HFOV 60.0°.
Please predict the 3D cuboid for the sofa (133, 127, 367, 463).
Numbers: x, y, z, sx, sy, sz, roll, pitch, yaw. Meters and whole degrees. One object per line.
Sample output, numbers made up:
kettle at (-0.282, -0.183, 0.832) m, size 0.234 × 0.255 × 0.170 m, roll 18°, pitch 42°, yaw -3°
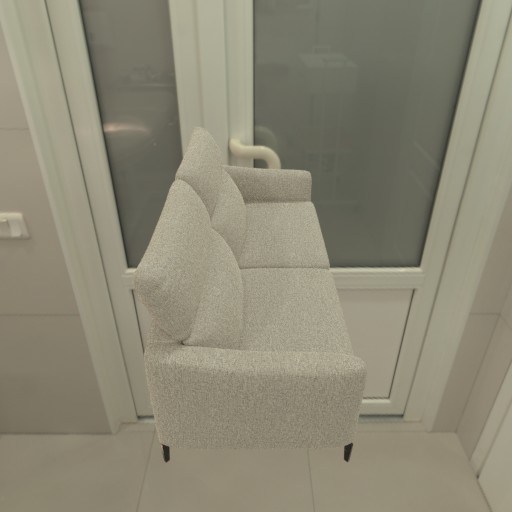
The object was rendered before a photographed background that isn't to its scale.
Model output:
sofa at (0.000, 0.000, 2.459) m, size 0.856 × 0.956 × 2.015 m, roll 0°, pitch 32°, yaw 0°
